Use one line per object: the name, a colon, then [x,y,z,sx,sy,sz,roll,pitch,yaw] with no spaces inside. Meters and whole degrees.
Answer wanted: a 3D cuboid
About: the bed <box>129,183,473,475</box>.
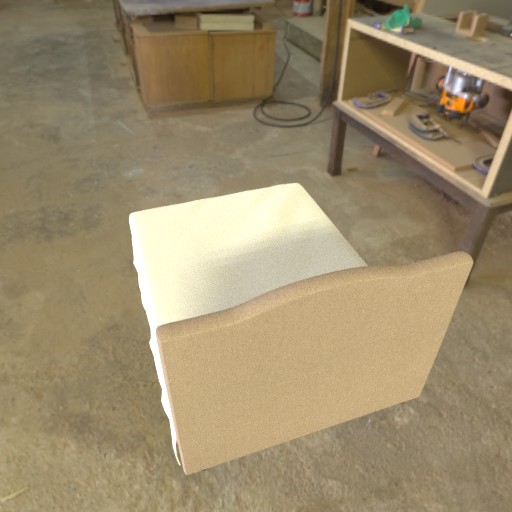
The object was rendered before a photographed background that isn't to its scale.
bed: [0.000,0.000,3.385,1.821,1.436,2.282,-12,41,-15]
